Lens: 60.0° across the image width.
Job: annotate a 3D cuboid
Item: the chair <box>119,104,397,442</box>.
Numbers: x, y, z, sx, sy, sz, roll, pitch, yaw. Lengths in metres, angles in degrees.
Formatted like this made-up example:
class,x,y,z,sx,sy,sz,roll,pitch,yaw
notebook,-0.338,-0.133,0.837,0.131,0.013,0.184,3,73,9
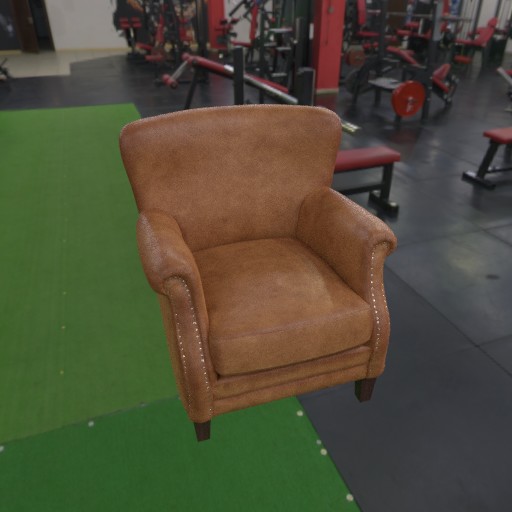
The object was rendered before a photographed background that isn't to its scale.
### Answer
class,x,y,z,sx,sy,sz,roll,pitch,yaw
chair,0.000,0.000,1.681,0.861,0.936,0.921,-9,32,-15
